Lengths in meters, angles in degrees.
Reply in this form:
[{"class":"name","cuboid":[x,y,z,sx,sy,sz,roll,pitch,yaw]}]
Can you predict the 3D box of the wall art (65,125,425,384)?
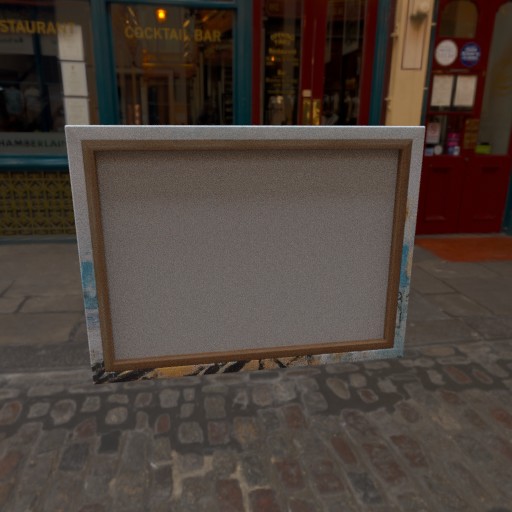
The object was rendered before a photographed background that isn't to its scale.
[{"class":"wall art","cuboid":[0.000,0.000,1.352,1.016,0.762,0.038,-3,16,-9]}]
